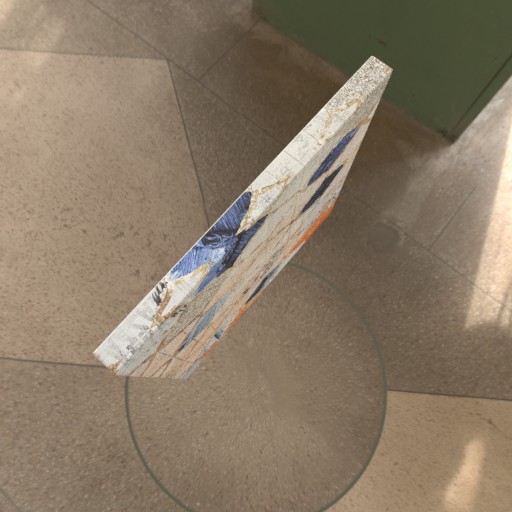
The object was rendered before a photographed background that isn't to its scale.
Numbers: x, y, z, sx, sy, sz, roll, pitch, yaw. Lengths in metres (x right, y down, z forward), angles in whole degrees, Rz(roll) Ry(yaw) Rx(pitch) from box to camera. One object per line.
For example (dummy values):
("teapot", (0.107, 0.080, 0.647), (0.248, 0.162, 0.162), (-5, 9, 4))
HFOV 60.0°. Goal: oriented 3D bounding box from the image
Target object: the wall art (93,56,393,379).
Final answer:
("wall art", (0.000, 0.000, 0.769), (0.038, 0.508, 0.507), (39, 78, 10))
